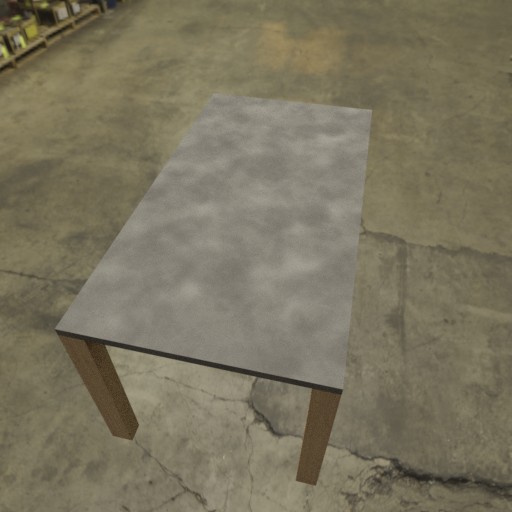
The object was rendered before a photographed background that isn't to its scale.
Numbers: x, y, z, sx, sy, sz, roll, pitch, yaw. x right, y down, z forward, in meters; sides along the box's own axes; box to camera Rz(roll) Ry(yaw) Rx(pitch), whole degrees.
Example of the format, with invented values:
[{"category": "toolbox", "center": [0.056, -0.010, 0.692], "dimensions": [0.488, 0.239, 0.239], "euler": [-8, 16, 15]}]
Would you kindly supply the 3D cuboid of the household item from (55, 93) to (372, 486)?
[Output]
[{"category": "household item", "center": [0.000, 0.000, 2.060], "dimensions": [0.850, 0.755, 1.600], "euler": [9, 46, 9]}]
